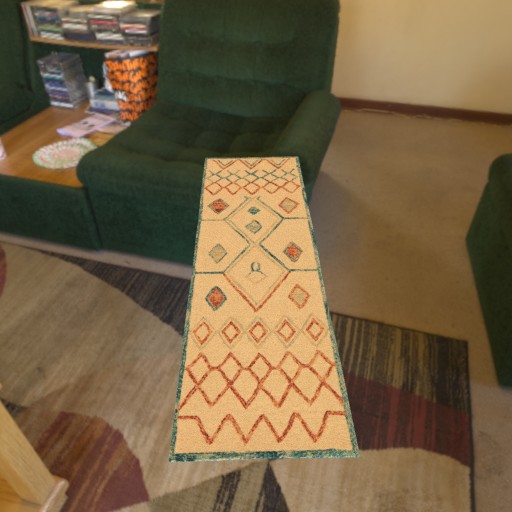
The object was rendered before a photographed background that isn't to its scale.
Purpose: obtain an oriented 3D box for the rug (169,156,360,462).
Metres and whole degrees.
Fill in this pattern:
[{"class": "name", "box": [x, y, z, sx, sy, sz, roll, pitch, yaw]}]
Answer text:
[{"class": "rug", "box": [0.000, 0.000, 2.655, 0.750, 0.011, 2.435, -1, 41, -1]}]
